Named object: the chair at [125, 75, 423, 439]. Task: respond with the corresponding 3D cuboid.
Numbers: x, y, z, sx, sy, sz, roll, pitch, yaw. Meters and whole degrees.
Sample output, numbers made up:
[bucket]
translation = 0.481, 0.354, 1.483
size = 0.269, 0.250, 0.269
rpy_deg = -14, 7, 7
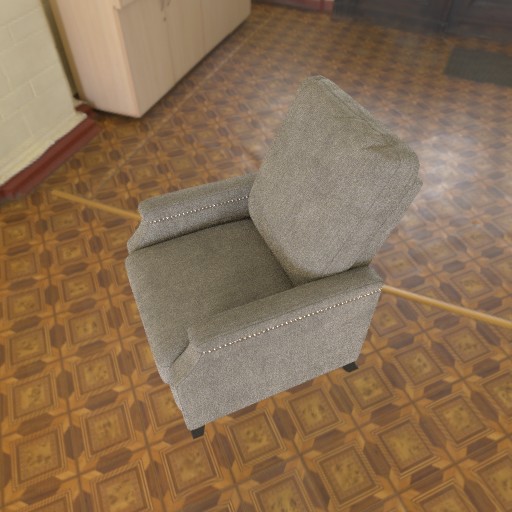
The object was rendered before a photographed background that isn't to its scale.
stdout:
[chair]
translation = 0.000, 0.000, 1.655
size = 0.922, 1.049, 0.710
rpy_deg = -18, 50, -16
